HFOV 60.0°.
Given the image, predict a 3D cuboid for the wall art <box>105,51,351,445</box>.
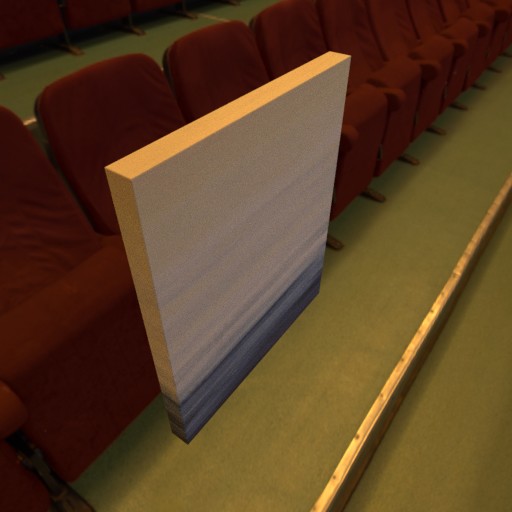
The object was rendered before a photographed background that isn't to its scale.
[{"bbox_3d":[0.000,0.000,0.710,0.037,0.511,0.435,26,47,26],"label":"wall art"}]
